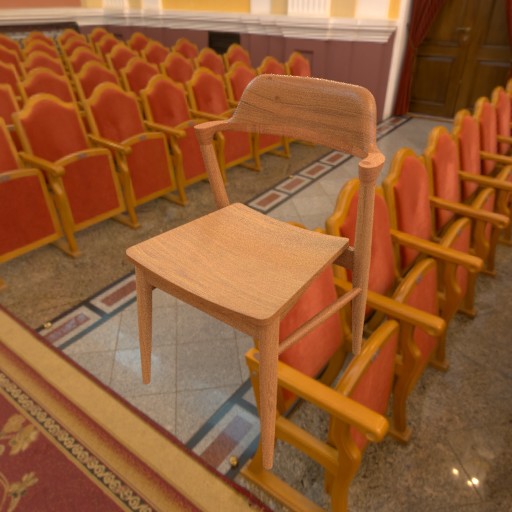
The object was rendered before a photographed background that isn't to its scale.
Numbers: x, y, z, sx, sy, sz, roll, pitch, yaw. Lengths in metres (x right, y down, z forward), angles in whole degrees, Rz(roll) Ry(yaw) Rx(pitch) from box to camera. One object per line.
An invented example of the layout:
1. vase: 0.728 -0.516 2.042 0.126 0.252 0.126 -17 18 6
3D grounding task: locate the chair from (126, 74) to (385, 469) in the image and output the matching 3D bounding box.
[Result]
1. chair: 0.000 0.000 1.132 0.512 0.792 0.499 22 38 31
